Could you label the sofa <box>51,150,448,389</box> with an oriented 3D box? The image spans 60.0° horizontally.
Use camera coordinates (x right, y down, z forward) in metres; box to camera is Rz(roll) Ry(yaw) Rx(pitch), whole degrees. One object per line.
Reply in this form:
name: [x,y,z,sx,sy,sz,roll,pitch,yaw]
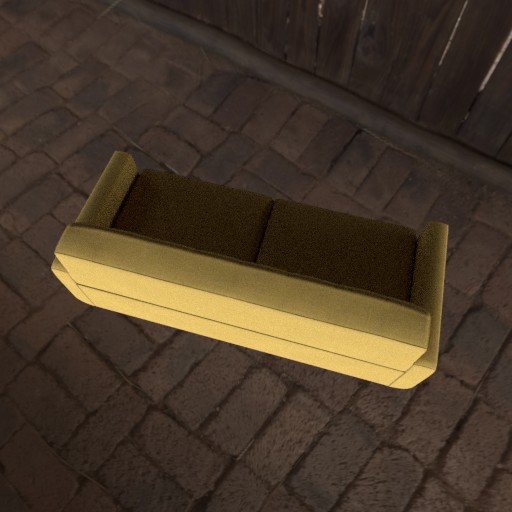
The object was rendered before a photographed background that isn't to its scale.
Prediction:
sofa: [0.000,0.000,2.563,2.029,0.841,0.909,14,63,7]
